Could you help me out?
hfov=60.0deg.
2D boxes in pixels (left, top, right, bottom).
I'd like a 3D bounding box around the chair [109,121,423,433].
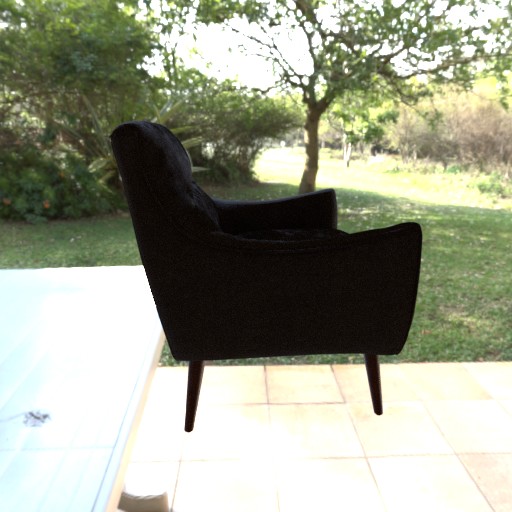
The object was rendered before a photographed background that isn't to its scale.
[{"bbox_3d":[0.000,0.000,1.446,0.787,0.838,0.762,-2,16,-8],"label":"chair"}]
